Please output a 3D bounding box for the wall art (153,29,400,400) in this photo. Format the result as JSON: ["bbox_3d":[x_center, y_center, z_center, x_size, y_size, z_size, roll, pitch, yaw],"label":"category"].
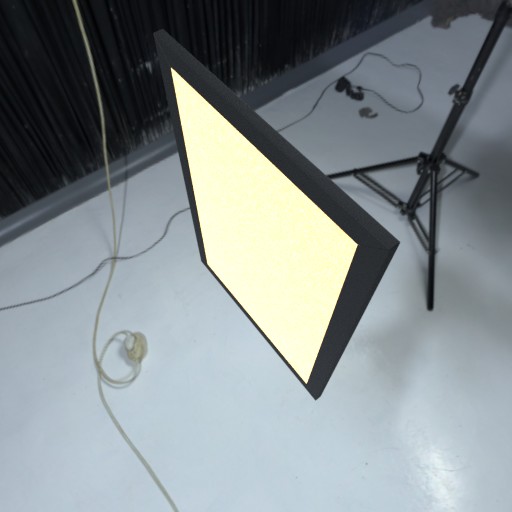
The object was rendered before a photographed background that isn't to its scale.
[{"bbox_3d":[0.000,0.000,0.580,0.011,0.459,0.326,-33,65,-18],"label":"wall art"}]
